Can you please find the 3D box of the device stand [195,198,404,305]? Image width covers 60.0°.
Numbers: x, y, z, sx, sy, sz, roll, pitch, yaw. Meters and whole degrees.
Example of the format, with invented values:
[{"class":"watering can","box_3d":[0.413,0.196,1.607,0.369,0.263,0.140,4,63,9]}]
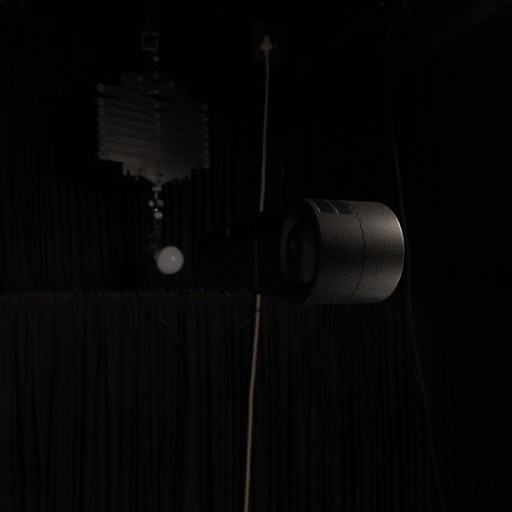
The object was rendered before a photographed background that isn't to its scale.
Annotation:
[{"class":"device stand","box_3d":[0.000,0.000,0.197,0.026,0.030,0.179,0,-1,-18]}]
